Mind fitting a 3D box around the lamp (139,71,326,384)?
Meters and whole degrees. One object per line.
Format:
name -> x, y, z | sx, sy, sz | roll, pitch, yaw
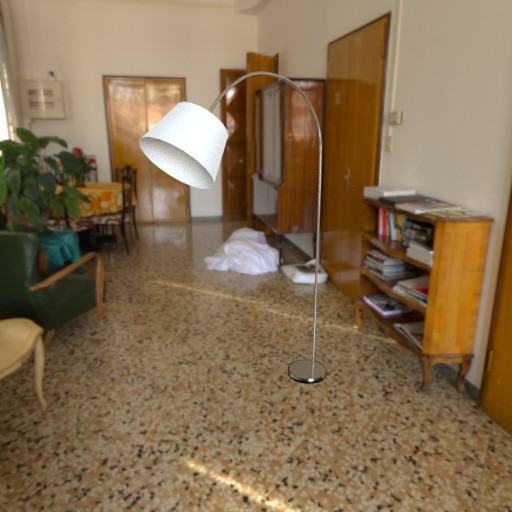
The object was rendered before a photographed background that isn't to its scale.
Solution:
lamp -> 0.000, 0.000, 2.692 | 0.406, 2.098, 1.445 | 14, 21, 40
